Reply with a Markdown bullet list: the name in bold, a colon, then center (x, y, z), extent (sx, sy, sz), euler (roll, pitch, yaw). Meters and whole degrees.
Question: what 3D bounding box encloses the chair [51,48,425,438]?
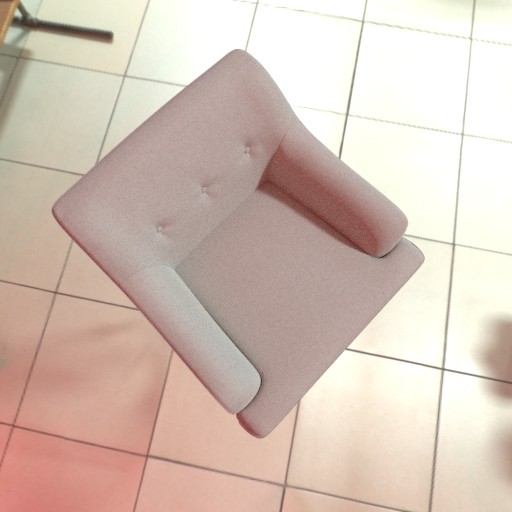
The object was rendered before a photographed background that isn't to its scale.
- **chair**: center (0.000, 0.000, 1.664), extent (0.951, 0.818, 0.946), euler (43, 79, 10)
